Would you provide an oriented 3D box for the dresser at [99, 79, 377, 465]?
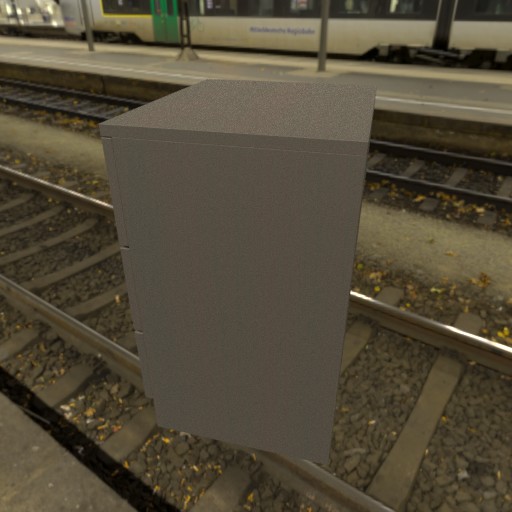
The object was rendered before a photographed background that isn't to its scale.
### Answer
[{"bbox_3d":[0.000,0.000,0.833,0.360,0.560,0.400,7,30,13],"label":"dresser"}]
